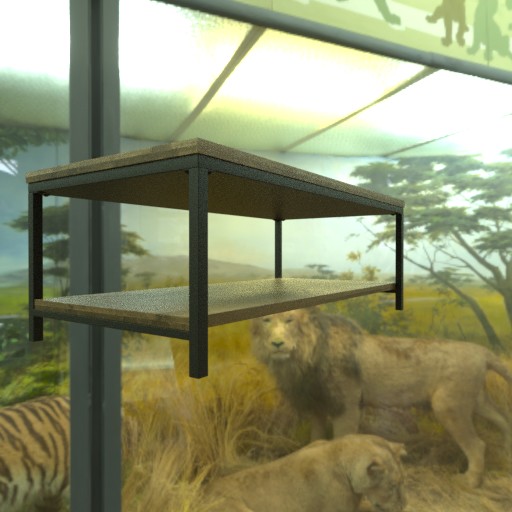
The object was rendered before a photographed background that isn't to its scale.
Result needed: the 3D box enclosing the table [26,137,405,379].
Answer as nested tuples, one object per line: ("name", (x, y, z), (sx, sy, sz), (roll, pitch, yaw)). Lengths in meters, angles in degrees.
("table", (0.000, 0.000, 1.335), (0.551, 0.399, 1.100), (0, 1, 36))
